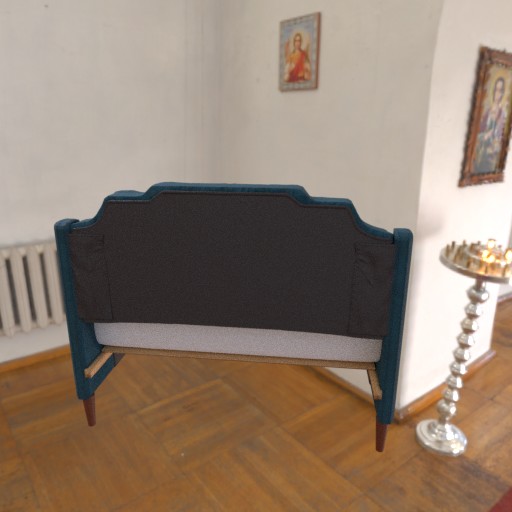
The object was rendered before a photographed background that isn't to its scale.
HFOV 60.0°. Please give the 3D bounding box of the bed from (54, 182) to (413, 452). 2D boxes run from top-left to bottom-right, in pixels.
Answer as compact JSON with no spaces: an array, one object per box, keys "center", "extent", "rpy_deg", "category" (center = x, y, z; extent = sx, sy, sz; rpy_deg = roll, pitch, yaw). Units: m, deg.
[{"center":[0.000,0.000,3.249],"extent":[1.676,1.351,2.322],"rpy_deg":[2,17,7],"category":"bed"}]
